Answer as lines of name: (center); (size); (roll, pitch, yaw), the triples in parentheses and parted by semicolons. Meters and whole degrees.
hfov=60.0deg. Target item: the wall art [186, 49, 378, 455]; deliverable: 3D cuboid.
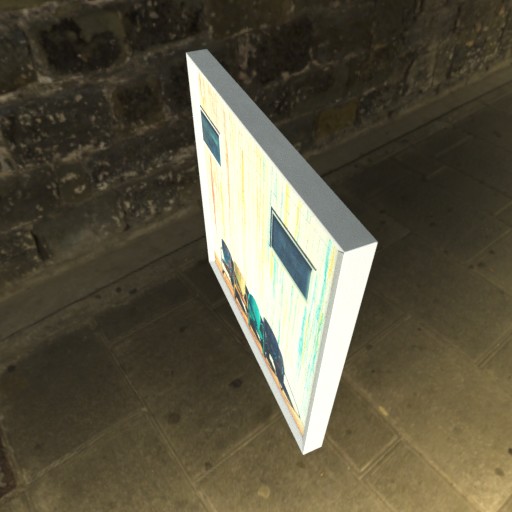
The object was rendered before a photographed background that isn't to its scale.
wall art: (0.000, 0.000, 0.763); (0.037, 0.508, 0.508); (-17, 48, -16)
